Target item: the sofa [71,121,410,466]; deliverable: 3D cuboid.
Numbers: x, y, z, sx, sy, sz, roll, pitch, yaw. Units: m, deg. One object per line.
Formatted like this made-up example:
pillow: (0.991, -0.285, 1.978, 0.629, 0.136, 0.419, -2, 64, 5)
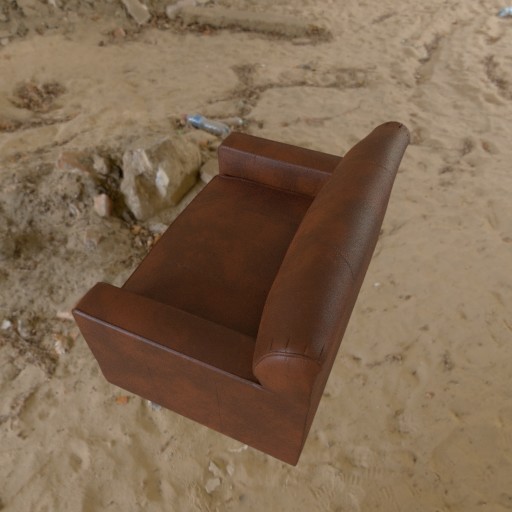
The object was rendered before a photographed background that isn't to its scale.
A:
sofa: (0.000, 0.000, 2.069, 1.000, 0.956, 1.413, 18, 49, 16)
